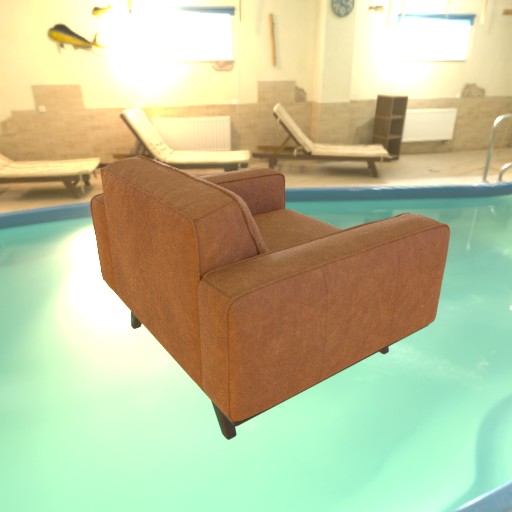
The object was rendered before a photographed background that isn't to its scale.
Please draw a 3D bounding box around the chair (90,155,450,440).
[{"bbox_3d":[0.000,0.000,1.771,0.952,0.782,1.118,-17,29,-32],"label":"chair"}]
